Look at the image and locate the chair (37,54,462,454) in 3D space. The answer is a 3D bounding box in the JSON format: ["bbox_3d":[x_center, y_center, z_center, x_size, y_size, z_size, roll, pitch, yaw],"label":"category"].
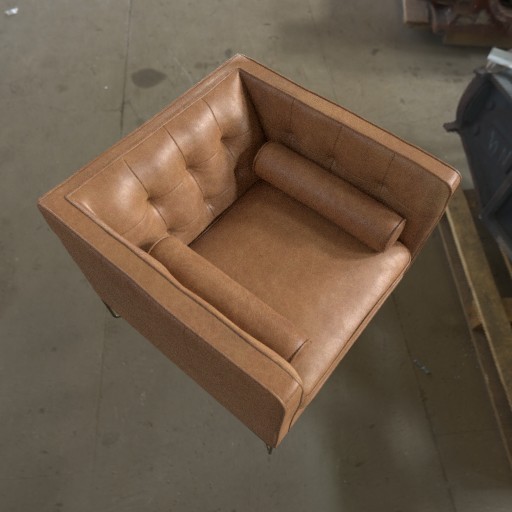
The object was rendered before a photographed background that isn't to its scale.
[{"bbox_3d":[0.000,0.000,1.615,0.912,0.797,0.920,35,65,19],"label":"chair"}]
